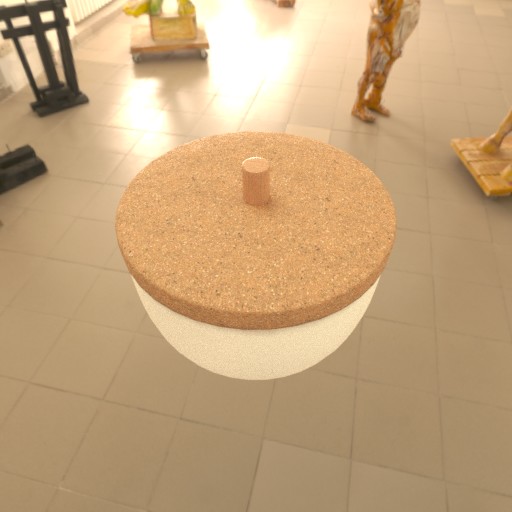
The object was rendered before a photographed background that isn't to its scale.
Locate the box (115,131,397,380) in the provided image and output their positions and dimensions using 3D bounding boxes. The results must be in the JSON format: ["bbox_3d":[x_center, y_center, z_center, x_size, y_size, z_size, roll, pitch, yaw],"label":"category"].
[{"bbox_3d":[0.000,0.000,0.193,0.107,0.094,0.107,0,46,0],"label":"box"}]
